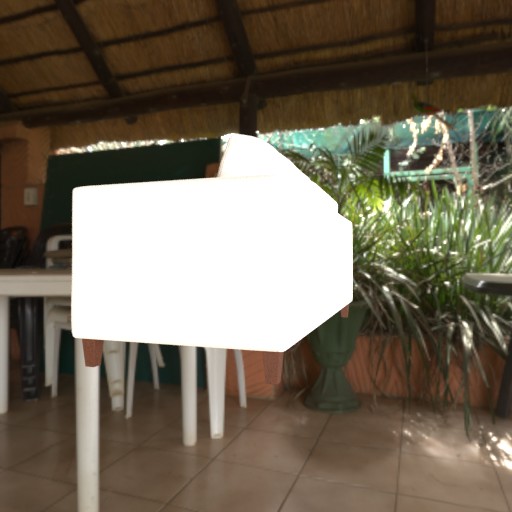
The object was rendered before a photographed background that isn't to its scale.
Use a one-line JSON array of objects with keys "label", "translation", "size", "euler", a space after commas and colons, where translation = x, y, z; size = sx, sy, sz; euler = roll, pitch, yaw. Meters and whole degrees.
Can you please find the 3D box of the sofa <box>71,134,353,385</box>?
[{"label": "sofa", "translation": [0.000, 0.000, 2.656], "size": [0.924, 0.933, 2.139], "euler": [0, -1, 19]}]
